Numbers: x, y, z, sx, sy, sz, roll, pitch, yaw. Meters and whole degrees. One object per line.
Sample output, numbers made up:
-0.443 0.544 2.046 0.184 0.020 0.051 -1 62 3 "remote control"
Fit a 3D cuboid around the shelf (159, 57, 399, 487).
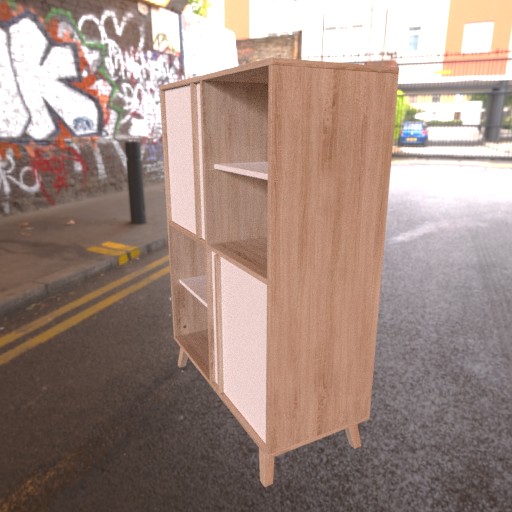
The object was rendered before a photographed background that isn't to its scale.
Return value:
0.000 0.000 1.860 0.450 1.390 1.000 -9 19 -27 "shelf"
